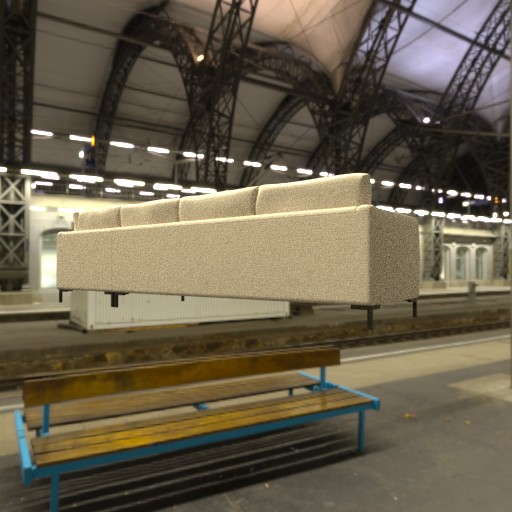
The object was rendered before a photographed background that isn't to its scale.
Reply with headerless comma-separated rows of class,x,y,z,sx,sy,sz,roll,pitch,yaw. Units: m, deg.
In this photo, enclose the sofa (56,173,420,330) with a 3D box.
sofa,0.000,0.000,3.822,2.949,0.815,2.007,-1,-2,37
